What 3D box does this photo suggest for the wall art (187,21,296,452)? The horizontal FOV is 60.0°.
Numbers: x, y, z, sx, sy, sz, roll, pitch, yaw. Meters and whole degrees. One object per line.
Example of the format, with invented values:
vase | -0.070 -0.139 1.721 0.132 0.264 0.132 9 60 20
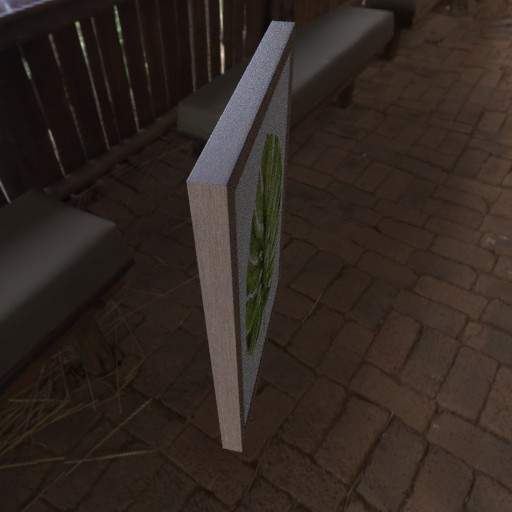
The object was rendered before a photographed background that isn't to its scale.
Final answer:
wall art | 0.000 0.000 0.633 0.032 0.510 0.358 8 46 8
